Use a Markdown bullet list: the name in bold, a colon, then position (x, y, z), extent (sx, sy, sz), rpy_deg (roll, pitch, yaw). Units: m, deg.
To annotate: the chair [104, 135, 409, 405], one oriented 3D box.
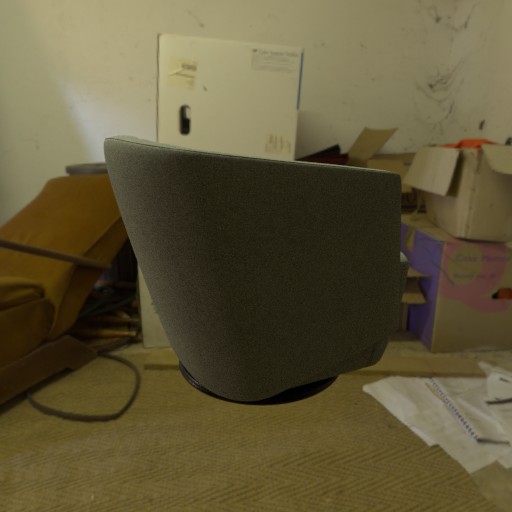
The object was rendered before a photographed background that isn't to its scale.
- **chair**: position (0.000, 0.000, 1.638), extent (0.986, 0.861, 0.822), rpy_deg (-8, 17, -26)
